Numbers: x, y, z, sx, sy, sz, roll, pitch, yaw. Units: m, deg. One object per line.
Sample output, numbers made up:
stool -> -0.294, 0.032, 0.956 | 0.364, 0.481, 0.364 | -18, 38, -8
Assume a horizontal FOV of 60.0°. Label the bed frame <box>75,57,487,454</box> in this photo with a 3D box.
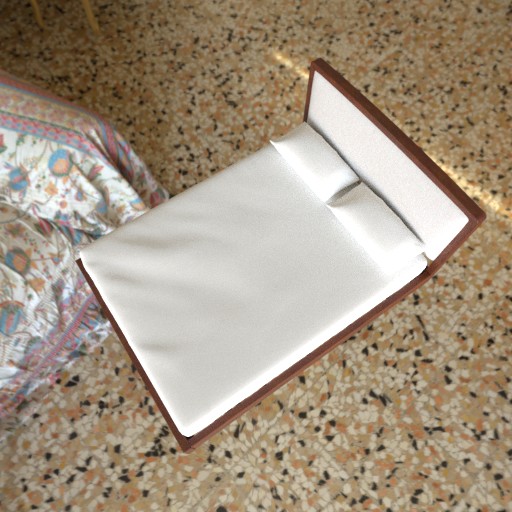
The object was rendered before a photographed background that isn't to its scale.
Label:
bed frame -> 0.000, 0.000, 3.130 | 2.171, 1.279, 1.587 | -32, 69, -14
